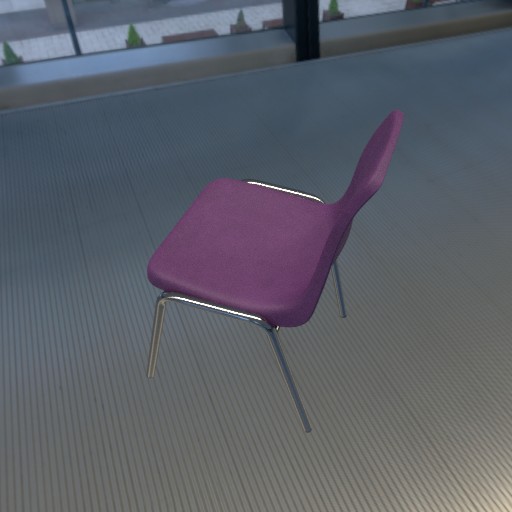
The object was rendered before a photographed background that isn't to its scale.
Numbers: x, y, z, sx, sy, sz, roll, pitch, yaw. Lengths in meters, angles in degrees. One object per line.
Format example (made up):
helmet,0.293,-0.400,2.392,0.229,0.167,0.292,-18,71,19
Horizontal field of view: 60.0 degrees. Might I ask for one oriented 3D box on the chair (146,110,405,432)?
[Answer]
chair,0.000,0.000,0.915,0.432,0.654,0.381,16,48,15
